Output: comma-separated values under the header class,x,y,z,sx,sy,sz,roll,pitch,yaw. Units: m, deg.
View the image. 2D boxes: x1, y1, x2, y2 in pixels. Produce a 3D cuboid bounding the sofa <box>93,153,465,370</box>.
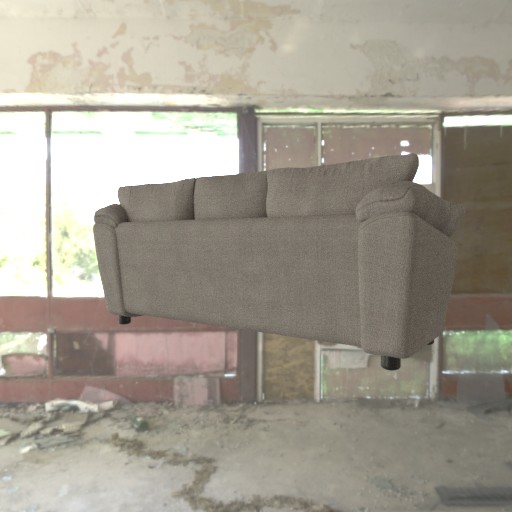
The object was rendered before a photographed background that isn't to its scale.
class,x,y,z,sx,sy,sz,roll,pitch,yaw
sofa,0.000,0.000,2.837,2.334,0.996,0.878,1,2,35
